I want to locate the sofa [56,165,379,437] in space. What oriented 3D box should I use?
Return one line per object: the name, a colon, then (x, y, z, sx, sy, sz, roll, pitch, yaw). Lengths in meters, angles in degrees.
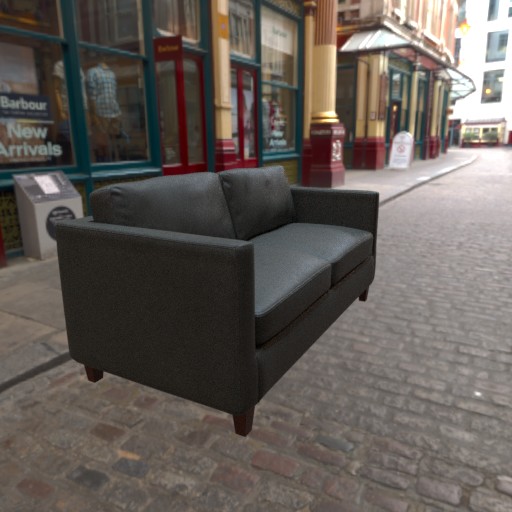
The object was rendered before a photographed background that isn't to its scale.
sofa: (0.000, 0.000, 2.500, 0.951, 0.933, 1.883, 8, 17, 28)
